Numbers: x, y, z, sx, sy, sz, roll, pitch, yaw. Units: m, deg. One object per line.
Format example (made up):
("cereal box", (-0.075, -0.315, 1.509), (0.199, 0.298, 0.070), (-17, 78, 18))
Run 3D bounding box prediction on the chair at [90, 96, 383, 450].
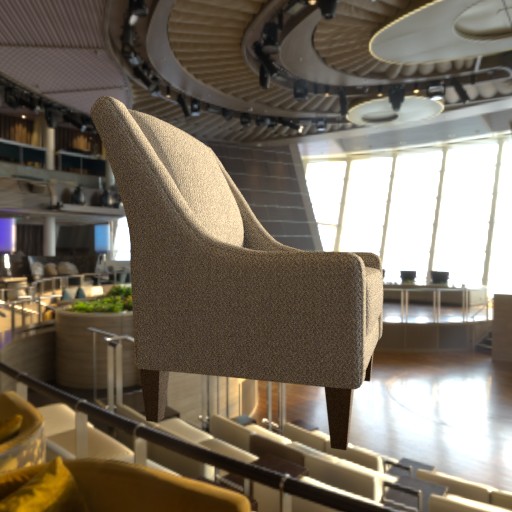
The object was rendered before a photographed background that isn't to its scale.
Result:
("chair", (0.000, 0.000, 1.614), (0.870, 1.014, 0.774), (0, 0, 20))
